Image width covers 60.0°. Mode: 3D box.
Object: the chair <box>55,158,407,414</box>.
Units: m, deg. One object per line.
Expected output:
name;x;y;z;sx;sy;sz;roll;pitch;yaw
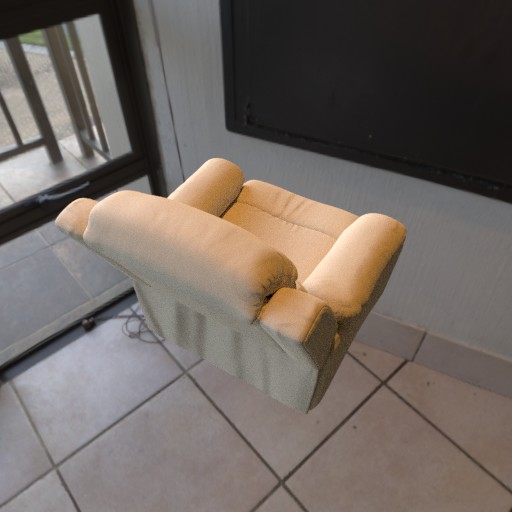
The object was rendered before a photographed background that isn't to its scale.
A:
chair;0.000;0.000;1.227;0.680;0.702;0.709;23;51;20
